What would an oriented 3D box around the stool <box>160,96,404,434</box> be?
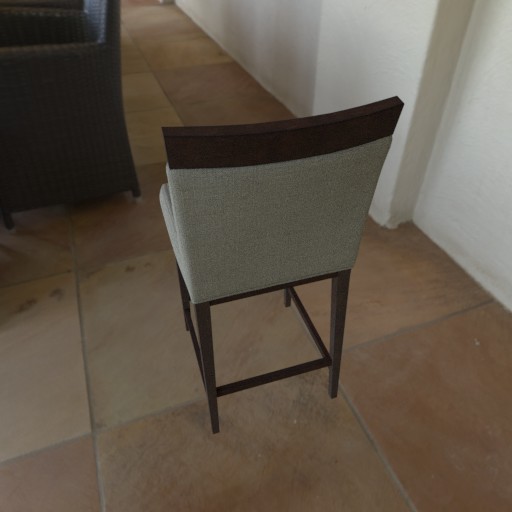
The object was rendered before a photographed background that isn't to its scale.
[{"bbox_3d":[0.000,0.000,1.405,0.511,1.117,0.531,-12,42,-13],"label":"stool"}]
